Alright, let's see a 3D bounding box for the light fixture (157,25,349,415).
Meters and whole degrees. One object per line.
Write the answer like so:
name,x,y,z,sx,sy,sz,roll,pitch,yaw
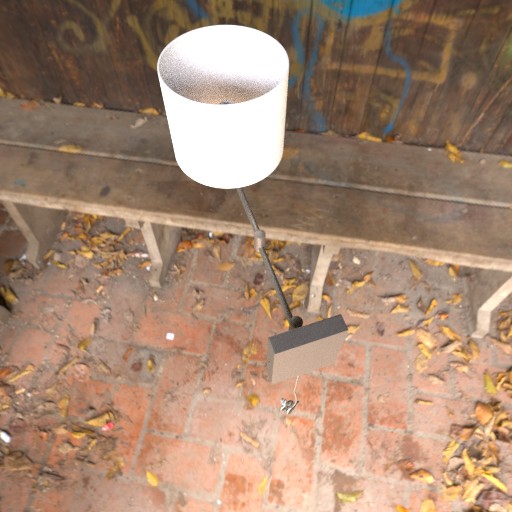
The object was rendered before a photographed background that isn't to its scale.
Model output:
light fixture,0.000,0.000,0.880,0.203,0.651,0.516,-16,59,-10
